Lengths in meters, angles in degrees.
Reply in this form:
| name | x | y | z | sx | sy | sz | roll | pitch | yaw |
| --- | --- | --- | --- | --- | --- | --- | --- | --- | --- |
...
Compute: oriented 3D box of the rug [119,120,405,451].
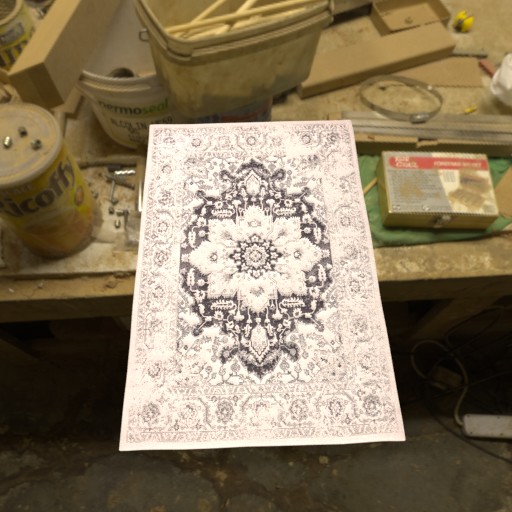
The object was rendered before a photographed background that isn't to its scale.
| name | x | y | z | sx | sy | sz | roll | pitch | yaw |
| --- | --- | --- | --- | --- | --- | --- | --- | --- | --- |
| rug | 0.000 | 0.000 | 2.286 | 1.223 | 0.008 | 1.813 | -2 | 64 | -1 |
